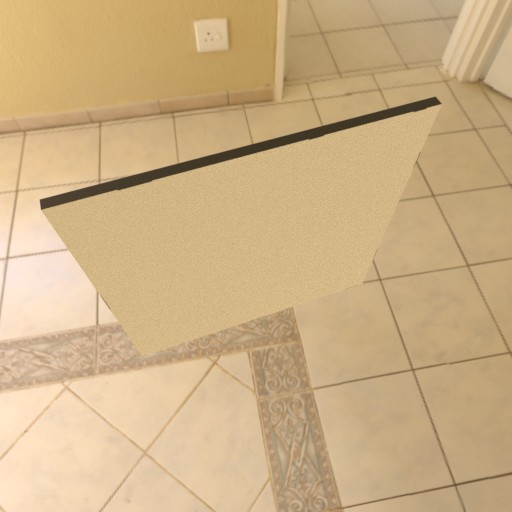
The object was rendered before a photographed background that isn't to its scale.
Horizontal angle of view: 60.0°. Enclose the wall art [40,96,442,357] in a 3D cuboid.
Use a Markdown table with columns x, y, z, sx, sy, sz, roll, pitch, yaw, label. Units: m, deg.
| x | y | z | sx | sy | sz | roll | pitch | yaw | label |
| --- | --- | --- | --- | --- | --- | --- | --- | --- | --- |
| 0.000 | 0.000 | 0.660 | 0.446 | 0.445 | 0.014 | -17 | 61 | -10 | wall art |
